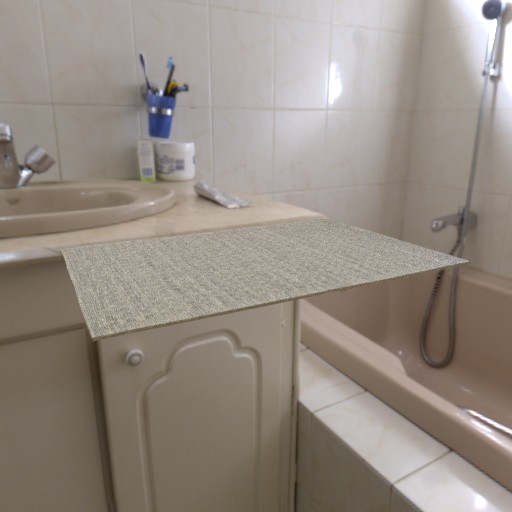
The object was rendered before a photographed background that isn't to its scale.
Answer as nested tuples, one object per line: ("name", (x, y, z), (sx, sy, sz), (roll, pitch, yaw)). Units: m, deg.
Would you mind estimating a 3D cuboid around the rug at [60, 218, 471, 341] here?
("rug", (0.000, 0.000, 2.953), (2.297, 0.018, 1.532), (-8, 18, -26))
